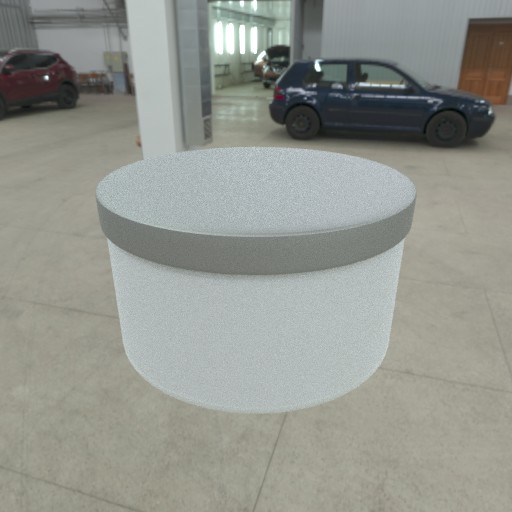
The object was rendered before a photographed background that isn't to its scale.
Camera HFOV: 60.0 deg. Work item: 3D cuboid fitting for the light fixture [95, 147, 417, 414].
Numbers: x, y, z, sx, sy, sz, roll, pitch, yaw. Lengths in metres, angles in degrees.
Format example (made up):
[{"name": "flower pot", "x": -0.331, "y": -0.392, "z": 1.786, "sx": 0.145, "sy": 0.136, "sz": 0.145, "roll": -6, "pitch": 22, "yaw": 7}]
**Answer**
[{"name": "light fixture", "x": 0.000, "y": 0.000, "z": 0.617, "sx": 0.393, "sy": 0.229, "sz": 0.393, "roll": 0, "pitch": 25, "yaw": 0}]
